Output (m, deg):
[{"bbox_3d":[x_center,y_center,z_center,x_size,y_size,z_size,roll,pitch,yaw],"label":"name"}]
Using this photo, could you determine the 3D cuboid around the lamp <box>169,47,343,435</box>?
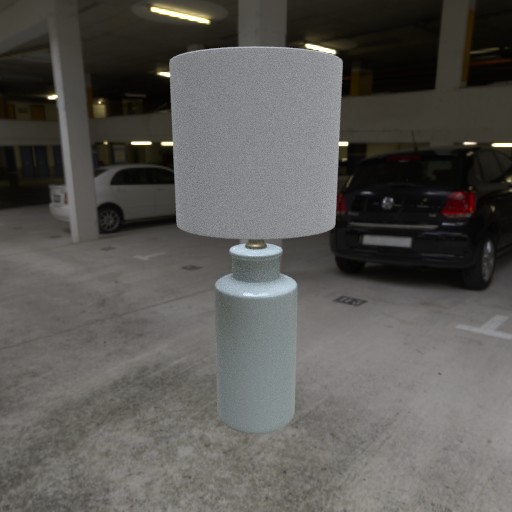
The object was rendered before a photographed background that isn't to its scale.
[{"bbox_3d":[0.000,0.000,0.613,0.212,0.493,0.212,-14,20,-43],"label":"lamp"}]
